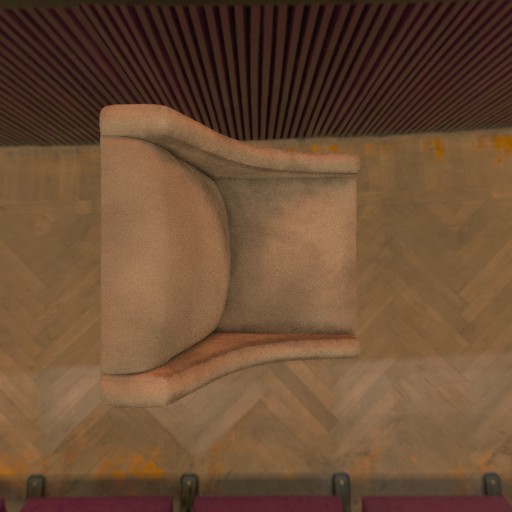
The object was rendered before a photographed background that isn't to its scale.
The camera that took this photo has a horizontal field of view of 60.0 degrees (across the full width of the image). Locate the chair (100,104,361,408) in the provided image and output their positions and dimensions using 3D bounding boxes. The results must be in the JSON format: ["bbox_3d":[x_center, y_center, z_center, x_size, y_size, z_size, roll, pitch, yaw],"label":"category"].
[{"bbox_3d":[0.000,0.000,1.323,0.629,0.895,0.629,0,90,0],"label":"chair"}]
